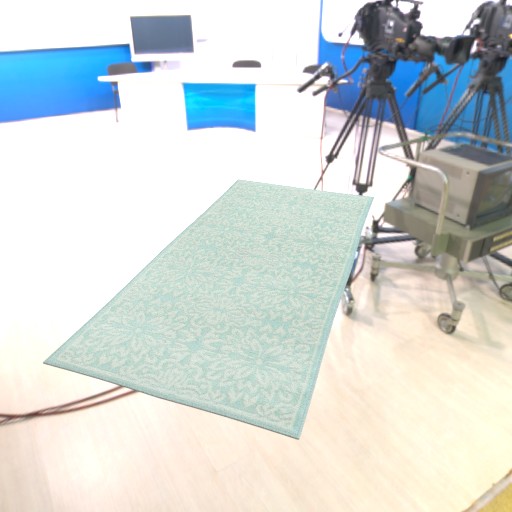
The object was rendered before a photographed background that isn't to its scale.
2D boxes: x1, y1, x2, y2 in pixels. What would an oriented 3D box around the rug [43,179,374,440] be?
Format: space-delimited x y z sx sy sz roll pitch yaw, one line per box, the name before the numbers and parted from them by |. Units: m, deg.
rug | 0.000 0.000 1.417 0.604 0.007 1.219 10 32 17
